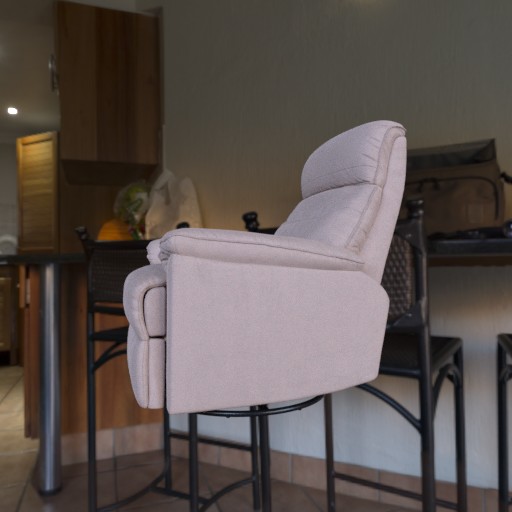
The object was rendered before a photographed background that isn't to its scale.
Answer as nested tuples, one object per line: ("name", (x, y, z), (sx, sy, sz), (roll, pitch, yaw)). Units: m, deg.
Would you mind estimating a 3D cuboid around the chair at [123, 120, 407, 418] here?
("chair", (0.000, 0.000, 1.749), (1.004, 1.037, 0.820), (0, 0, -17))
